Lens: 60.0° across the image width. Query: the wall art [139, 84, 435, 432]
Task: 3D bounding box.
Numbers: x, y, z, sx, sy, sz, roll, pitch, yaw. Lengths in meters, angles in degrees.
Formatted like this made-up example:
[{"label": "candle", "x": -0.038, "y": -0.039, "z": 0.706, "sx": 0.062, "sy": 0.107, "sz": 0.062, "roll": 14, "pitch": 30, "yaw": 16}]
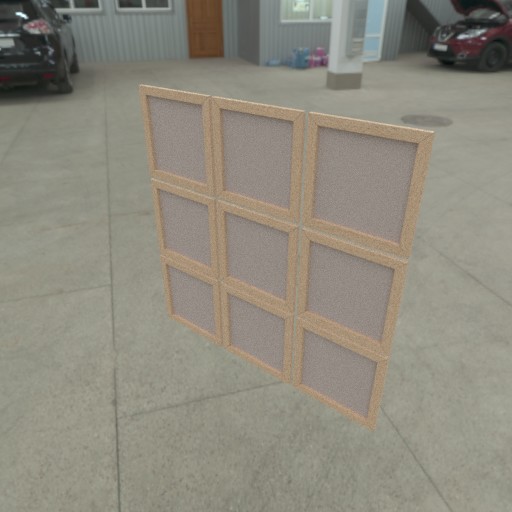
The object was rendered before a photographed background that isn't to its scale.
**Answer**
[{"label": "wall art", "x": 0.000, "y": 0.000, "z": 1.371, "sx": 0.917, "sy": 0.910, "sz": 0.012, "roll": 21, "pitch": 37, "yaw": 32}]
